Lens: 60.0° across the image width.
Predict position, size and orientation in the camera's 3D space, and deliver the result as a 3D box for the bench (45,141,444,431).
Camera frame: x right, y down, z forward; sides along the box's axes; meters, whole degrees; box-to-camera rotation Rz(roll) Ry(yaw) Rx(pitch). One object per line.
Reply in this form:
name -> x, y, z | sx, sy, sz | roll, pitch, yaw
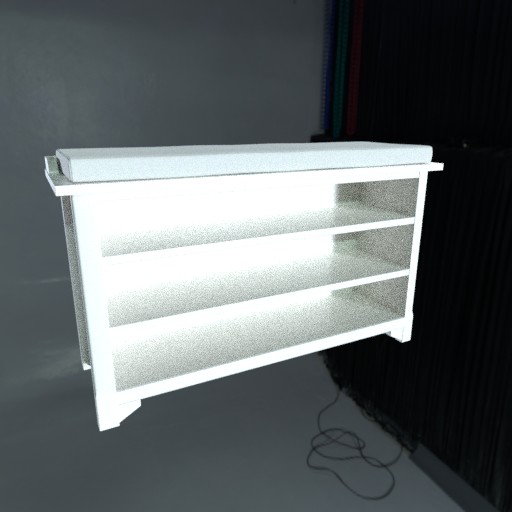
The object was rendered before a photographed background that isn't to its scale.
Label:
bench -> 0.000, 0.000, 1.227 | 0.987, 0.589, 0.346 | -8, 19, -26
